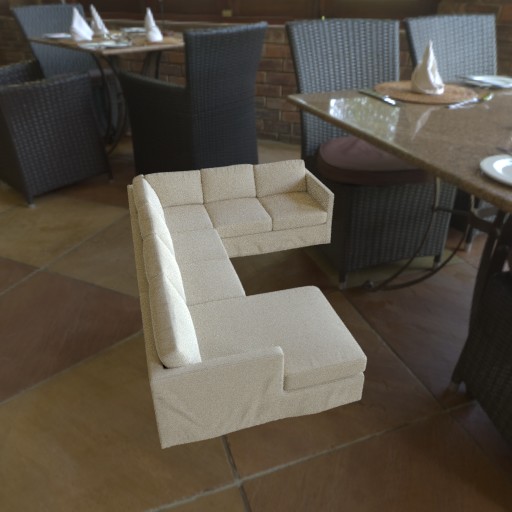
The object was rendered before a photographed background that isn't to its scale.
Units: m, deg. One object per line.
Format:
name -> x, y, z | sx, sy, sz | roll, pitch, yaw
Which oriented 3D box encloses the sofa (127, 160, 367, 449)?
sofa -> 0.000, 0.000, 4.647 | 2.448, 0.882, 3.464 | -9, 33, -14
